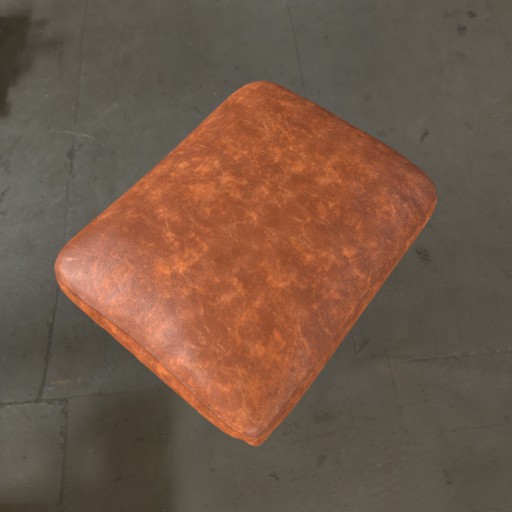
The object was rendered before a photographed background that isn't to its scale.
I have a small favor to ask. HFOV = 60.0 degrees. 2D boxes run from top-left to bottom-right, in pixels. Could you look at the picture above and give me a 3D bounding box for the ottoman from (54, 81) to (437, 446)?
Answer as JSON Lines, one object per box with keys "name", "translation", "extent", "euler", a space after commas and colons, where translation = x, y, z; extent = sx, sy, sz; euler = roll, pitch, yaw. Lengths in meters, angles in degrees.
{"name": "ottoman", "translation": [0.000, 0.000, 1.254], "extent": [0.657, 0.562, 0.832], "euler": [36, 70, 16]}
